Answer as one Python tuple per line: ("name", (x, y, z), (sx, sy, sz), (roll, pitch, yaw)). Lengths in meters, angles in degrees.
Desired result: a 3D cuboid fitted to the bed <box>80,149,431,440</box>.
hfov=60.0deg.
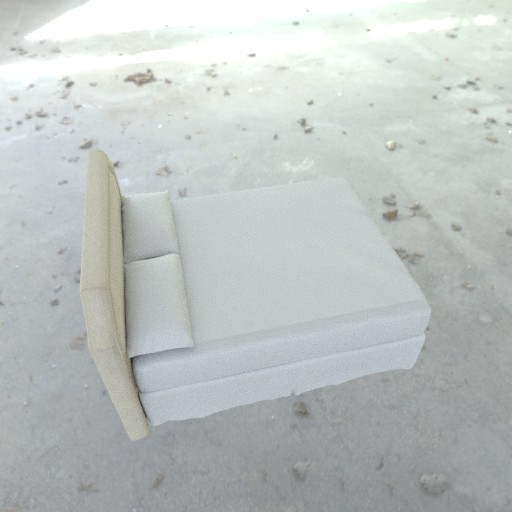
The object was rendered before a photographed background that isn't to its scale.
("bed", (0.000, 0.000, 3.313), (2.164, 1.297, 1.828), (-9, 45, -10))
